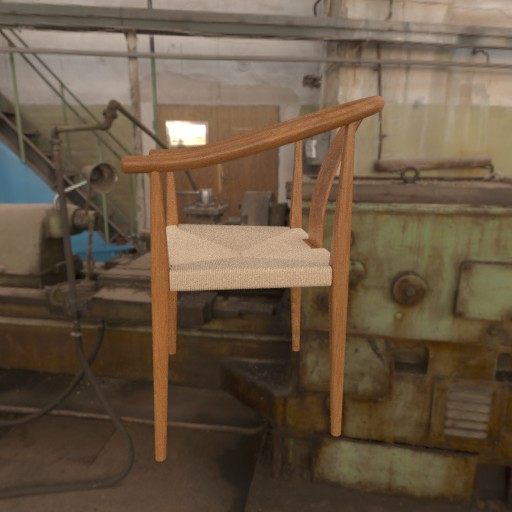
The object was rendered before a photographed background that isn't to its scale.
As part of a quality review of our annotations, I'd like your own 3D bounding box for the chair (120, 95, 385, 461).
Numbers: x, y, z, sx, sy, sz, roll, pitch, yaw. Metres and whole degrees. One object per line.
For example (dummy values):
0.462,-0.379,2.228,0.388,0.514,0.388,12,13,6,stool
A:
0.000,0.000,1.181,0.579,0.800,0.556,-2,15,-7,chair
